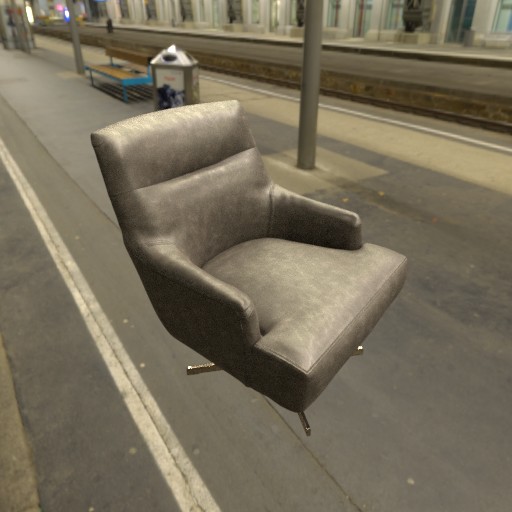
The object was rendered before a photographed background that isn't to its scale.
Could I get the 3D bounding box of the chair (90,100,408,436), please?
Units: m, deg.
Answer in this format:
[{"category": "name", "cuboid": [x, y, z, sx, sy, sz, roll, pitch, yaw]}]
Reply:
[{"category": "chair", "cuboid": [0.000, 0.000, 1.514, 0.874, 0.870, 0.738, 19, 34, 31]}]
